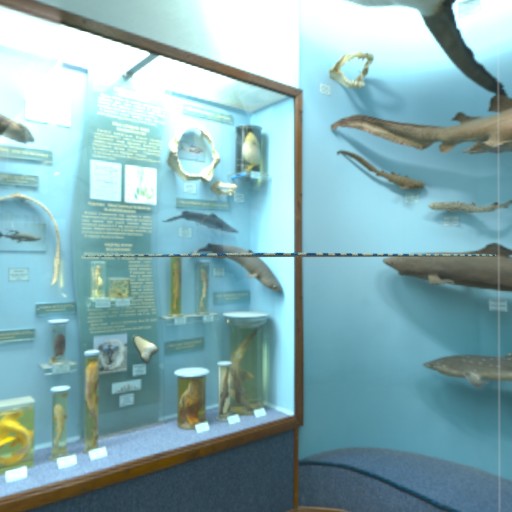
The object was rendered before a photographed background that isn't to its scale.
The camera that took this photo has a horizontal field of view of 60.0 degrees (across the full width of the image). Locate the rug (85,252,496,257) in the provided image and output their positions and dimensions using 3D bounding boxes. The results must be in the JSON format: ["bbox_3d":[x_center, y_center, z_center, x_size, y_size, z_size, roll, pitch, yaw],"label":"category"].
[{"bbox_3d":[0.000,0.000,2.283,1.225,0.008,1.830,0,0,-36],"label":"rug"}]
